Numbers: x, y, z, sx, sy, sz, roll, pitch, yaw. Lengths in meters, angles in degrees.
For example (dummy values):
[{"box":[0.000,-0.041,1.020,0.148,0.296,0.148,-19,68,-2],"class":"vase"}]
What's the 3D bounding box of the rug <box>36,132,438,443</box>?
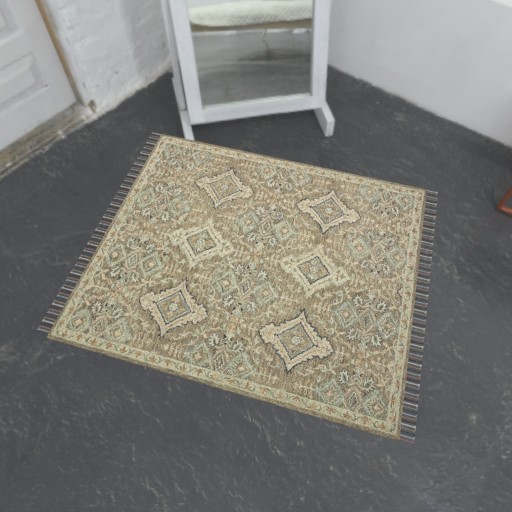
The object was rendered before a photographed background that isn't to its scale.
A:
[{"box":[0.000,0.000,4.009,3.056,0.010,2.437,14,59,8],"class":"rug"}]
